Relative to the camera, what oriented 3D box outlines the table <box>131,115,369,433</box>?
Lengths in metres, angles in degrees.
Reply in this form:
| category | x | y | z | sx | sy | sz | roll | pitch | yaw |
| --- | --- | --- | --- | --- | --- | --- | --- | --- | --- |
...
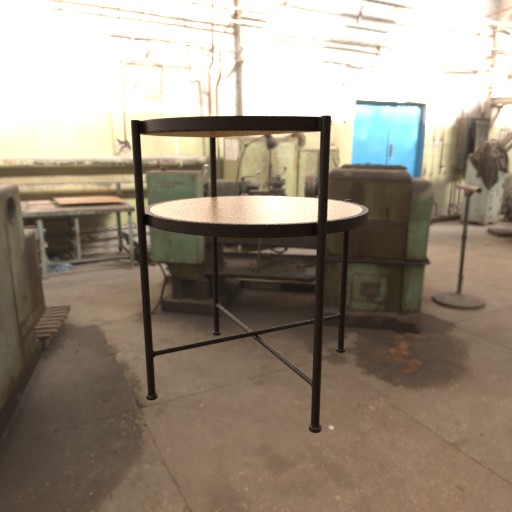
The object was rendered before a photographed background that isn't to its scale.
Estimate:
| category | x | y | z | sx | sy | sz | roll | pitch | yaw |
| --- | --- | --- | --- | --- | --- | --- | --- | --- | --- |
| table | 0.000 | 0.000 | 1.191 | 0.628 | 0.684 | 0.629 | -7 | 15 | -26 |
